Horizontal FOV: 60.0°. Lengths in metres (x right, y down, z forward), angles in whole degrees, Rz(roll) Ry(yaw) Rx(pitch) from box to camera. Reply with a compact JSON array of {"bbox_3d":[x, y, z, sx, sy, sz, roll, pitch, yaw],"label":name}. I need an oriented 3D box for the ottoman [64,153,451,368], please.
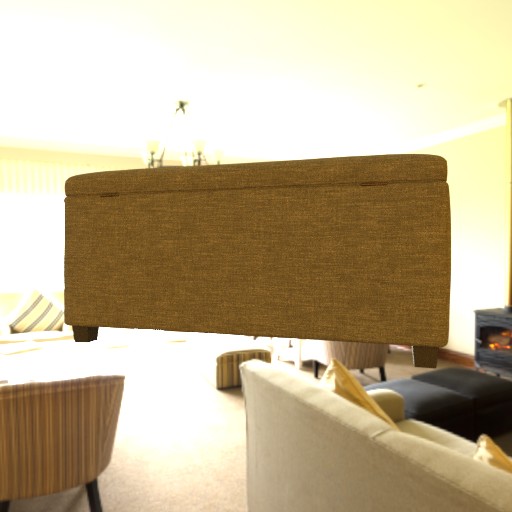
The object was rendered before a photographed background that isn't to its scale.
[{"bbox_3d":[0.000,0.000,1.153,0.902,0.432,0.419,0,1,17],"label":"ottoman"}]
